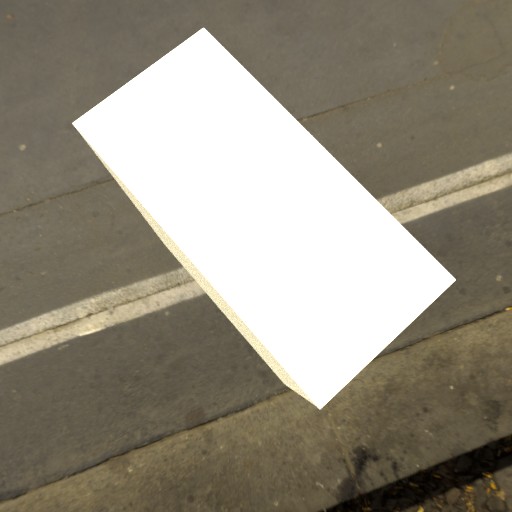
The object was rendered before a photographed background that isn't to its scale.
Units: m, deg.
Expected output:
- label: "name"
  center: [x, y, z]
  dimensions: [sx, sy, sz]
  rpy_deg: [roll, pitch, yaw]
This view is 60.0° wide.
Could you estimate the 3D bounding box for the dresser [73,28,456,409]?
- label: "dresser"
  center: [0.000, 0.000, 1.444]
  dimensions: [0.380, 1.040, 0.800]
  rpy_deg: [-40, 80, -9]
